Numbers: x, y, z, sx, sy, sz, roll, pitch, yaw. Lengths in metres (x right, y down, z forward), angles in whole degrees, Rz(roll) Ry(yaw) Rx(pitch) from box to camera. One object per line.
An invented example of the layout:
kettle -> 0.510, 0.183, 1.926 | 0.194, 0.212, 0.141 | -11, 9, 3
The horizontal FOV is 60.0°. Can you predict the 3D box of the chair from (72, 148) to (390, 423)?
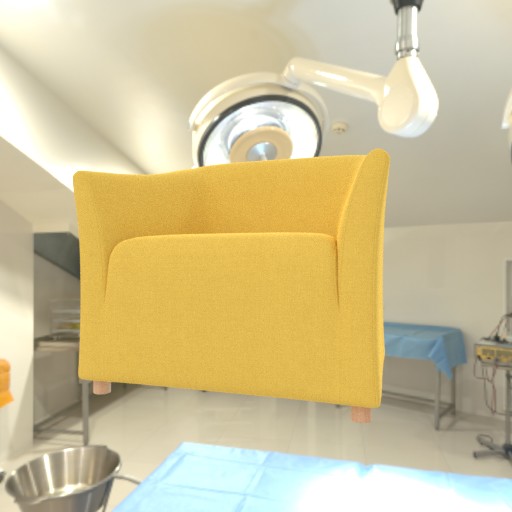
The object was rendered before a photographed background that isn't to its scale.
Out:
chair -> 0.000, 0.000, 1.346 | 0.790, 0.720, 0.700 | 0, 0, 18
